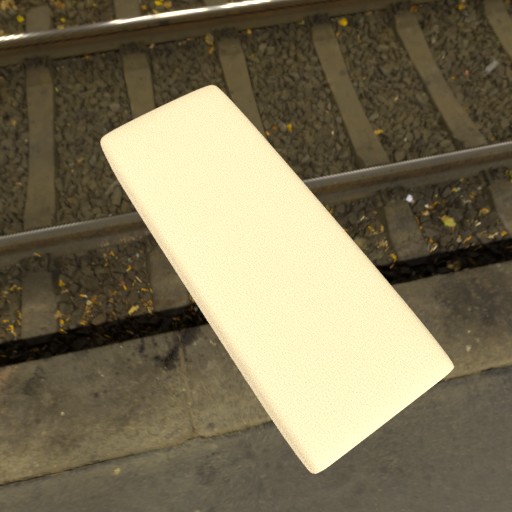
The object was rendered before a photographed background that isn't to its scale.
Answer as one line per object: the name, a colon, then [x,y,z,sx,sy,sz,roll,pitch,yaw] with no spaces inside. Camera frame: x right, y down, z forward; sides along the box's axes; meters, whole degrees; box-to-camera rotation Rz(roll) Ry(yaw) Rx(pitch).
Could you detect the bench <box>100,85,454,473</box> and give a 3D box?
bench: [0.000,0.000,1.889,0.646,0.393,1.609,-31,68,-14]
